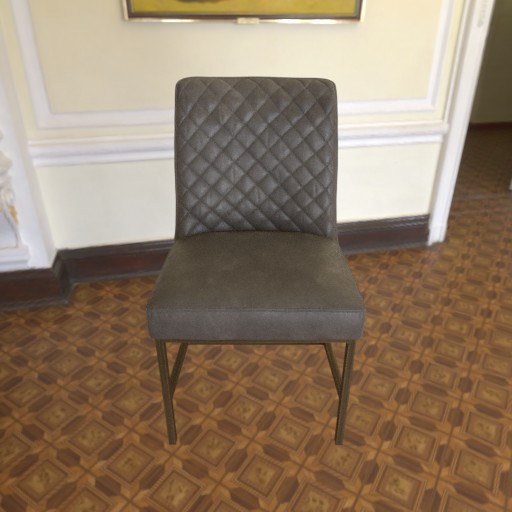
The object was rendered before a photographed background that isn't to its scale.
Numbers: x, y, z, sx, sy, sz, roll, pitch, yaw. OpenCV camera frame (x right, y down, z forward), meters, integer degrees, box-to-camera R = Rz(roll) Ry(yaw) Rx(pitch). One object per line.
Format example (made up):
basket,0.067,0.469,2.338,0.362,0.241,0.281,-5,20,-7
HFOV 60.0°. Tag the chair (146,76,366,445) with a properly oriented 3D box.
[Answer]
chair,0.000,0.000,1.251,0.508,0.889,0.587,0,28,0
